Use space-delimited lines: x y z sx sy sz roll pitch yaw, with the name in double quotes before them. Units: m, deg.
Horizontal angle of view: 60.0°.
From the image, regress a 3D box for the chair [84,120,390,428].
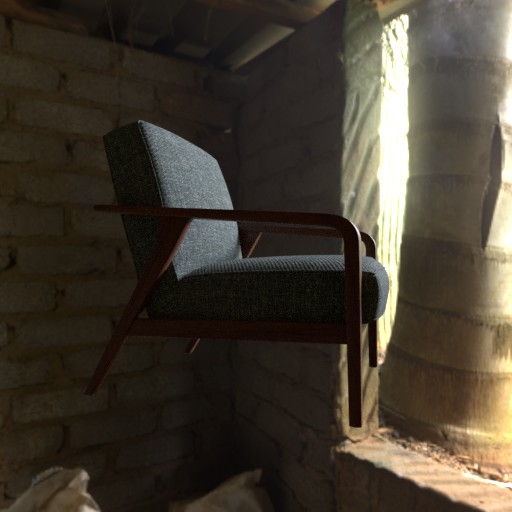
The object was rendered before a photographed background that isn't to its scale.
"chair" 0.000 0.000 1.547 0.889 0.864 0.719 0 -1 19
